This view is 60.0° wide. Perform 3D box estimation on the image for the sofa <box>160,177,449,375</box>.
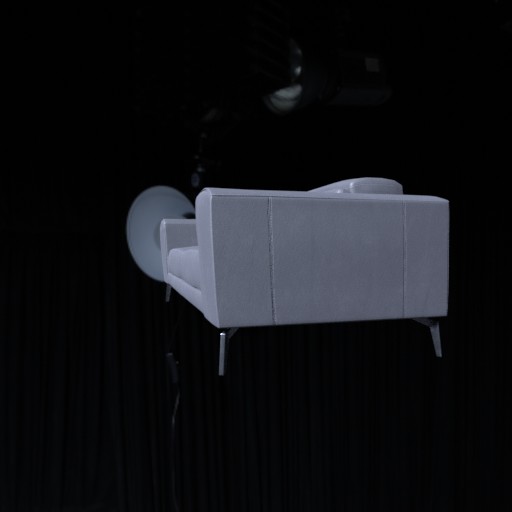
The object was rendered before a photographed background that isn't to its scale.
[{"bbox_3d":[0.000,0.000,2.816,1.048,0.814,2.330,0,1,-16],"label":"sofa"}]
